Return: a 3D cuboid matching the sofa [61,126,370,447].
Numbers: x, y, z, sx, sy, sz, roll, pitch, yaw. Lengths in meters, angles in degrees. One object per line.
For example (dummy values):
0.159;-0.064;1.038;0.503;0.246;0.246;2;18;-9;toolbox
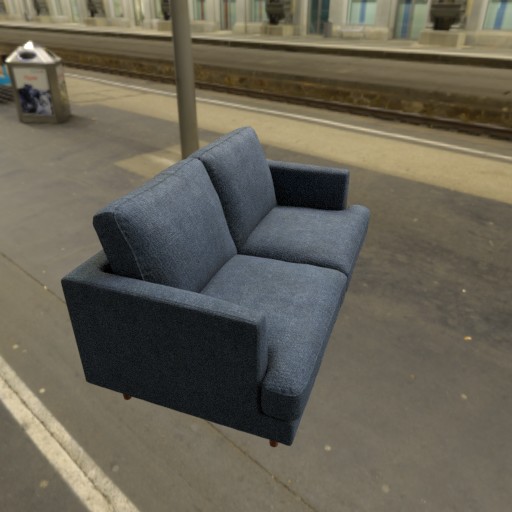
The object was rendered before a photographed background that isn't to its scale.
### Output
0.000;0.000;2.154;0.903;0.944;1.582;10;31;18;sofa
